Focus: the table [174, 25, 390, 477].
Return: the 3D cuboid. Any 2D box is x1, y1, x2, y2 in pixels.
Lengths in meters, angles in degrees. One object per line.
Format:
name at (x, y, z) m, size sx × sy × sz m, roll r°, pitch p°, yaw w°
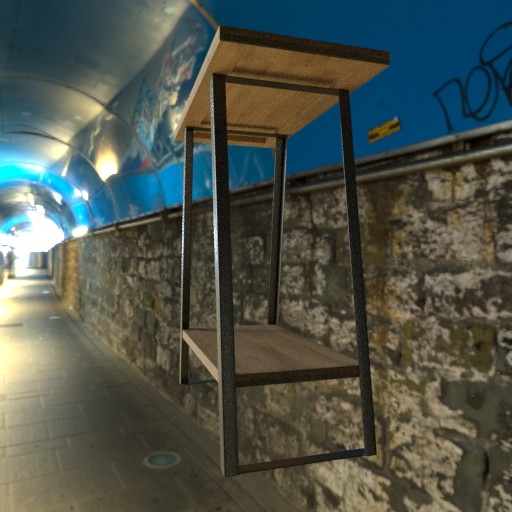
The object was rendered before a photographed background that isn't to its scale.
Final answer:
table at (0.000, 0.000, 1.002) m, size 0.300 × 0.701 × 0.599 m, roll 0°, pitch 0°, yaw -17°
